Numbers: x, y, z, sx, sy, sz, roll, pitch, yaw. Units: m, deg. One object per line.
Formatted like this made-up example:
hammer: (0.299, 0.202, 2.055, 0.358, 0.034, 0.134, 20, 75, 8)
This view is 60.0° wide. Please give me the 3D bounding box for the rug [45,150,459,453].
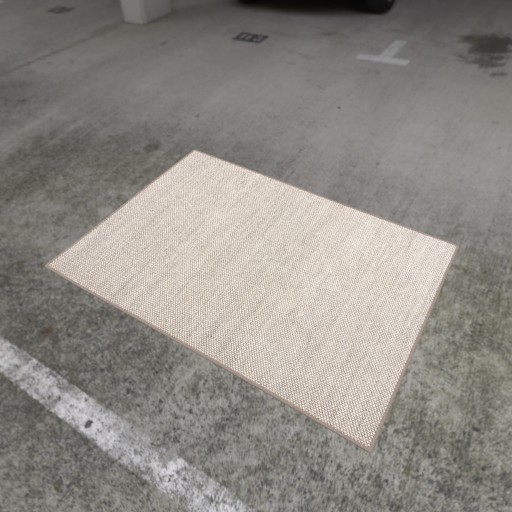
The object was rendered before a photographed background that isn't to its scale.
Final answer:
rug: (0.000, 0.000, 2.764, 2.115, 0.013, 1.517, 24, 51, 21)
